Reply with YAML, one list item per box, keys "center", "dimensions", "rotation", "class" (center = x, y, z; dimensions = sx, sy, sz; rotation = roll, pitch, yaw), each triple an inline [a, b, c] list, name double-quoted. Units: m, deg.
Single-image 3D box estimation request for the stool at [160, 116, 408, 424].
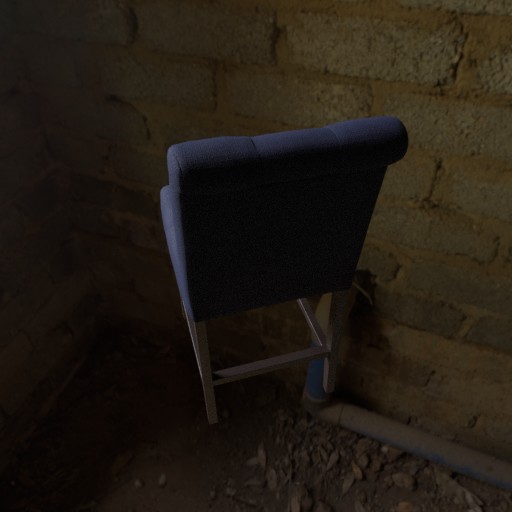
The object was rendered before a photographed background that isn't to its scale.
- center: [0.000, 0.000, 1.322]
  dimensions: [0.493, 1.010, 0.601]
  rotation: [-11, 42, -12]
  class: "stool"
